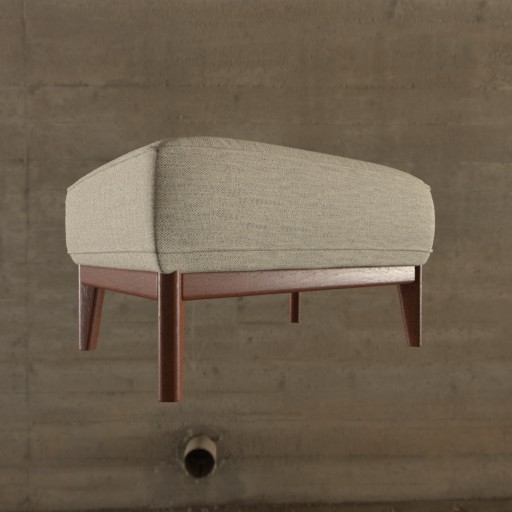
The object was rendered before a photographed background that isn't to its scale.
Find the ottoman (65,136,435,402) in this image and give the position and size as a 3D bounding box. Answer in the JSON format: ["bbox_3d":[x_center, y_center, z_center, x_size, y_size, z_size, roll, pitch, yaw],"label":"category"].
[{"bbox_3d":[0.000,0.000,1.125,0.794,0.465,0.594,-1,1,-37],"label":"ottoman"}]
